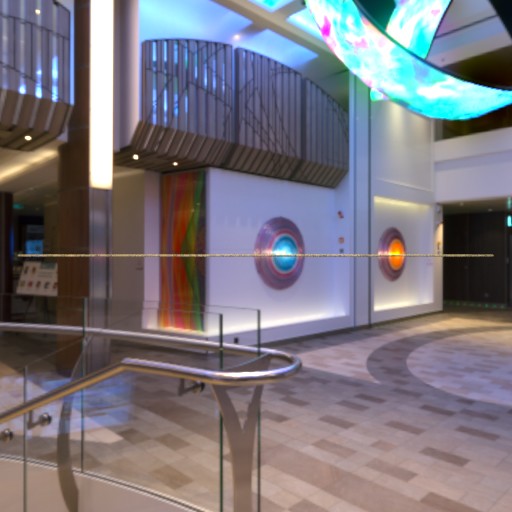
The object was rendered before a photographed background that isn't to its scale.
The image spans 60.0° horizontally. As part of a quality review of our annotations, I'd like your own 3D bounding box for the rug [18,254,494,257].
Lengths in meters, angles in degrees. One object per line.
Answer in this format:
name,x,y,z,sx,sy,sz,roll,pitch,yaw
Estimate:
rug,0.000,0.000,4.195,3.201,0.014,2.437,0,0,0
